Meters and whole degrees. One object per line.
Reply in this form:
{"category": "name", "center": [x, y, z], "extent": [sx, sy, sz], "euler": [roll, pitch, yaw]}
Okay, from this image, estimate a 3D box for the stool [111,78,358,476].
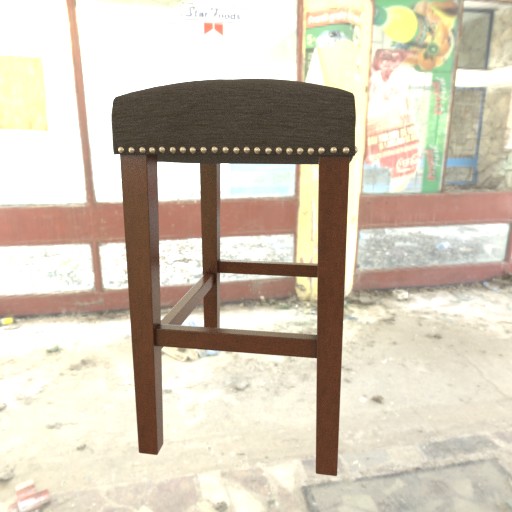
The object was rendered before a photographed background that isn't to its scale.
{"category": "stool", "center": [0.000, 0.000, 0.942], "extent": [0.372, 0.654, 0.504], "euler": [2, 15, 9]}
